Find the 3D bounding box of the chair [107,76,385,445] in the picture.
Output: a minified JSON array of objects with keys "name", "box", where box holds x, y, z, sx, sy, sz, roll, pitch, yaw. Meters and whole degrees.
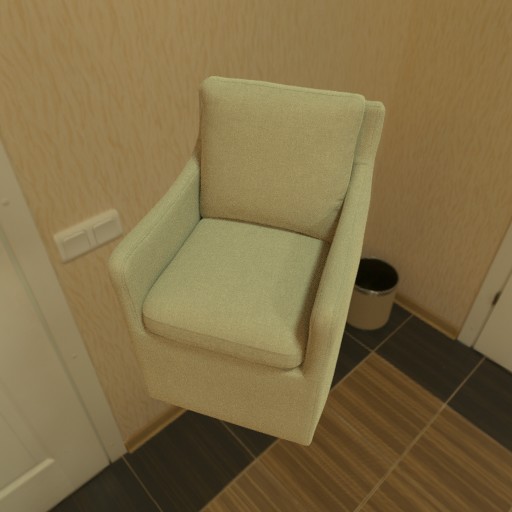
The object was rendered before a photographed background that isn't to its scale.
[{"name":"chair","box":[0.000,0.000,1.397,0.626,0.914,0.694,12,42,14]}]
